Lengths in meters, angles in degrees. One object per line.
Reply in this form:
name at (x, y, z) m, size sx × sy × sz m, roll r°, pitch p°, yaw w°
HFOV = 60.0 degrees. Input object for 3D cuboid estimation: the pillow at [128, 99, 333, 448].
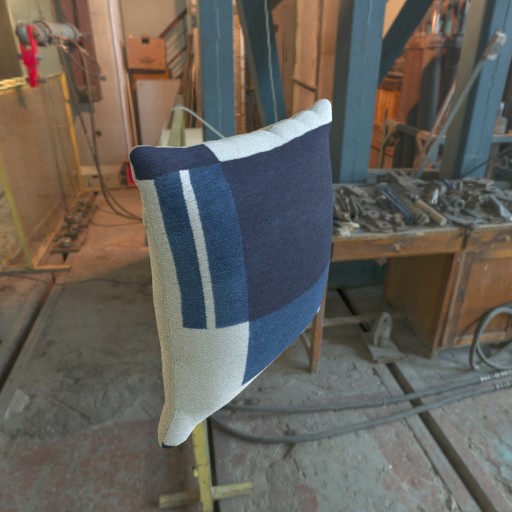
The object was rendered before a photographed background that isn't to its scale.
pillow at (0.000, 0.000, 0.818) m, size 0.229 × 0.506 × 0.536 m, roll 17°, pitch 31°, yaw 31°
